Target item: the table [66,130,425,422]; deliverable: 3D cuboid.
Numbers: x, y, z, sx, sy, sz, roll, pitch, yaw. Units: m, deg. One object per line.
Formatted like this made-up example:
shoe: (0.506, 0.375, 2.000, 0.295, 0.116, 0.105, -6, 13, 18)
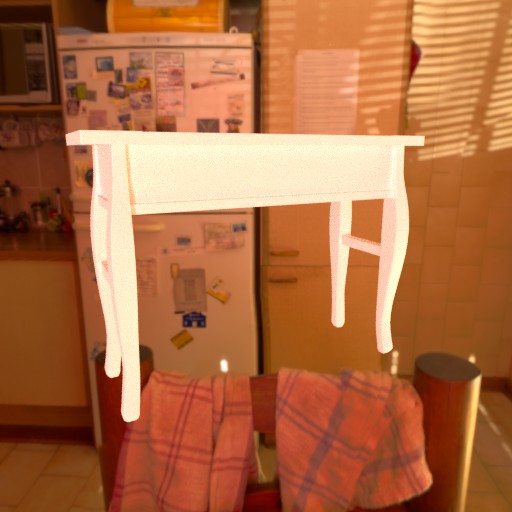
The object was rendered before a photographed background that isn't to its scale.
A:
table: (0.000, 0.000, 1.462, 1.062, 0.768, 0.373, -7, 15, -26)
